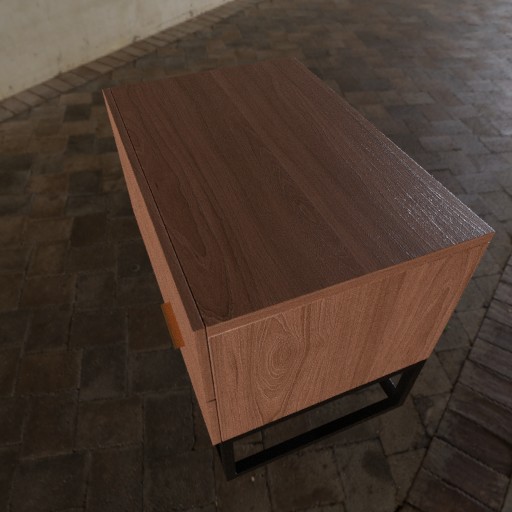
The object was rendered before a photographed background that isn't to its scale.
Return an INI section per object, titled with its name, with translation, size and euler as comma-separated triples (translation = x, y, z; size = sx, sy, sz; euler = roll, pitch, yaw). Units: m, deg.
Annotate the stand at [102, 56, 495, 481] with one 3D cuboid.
[stand]
translation = 0.000, 0.000, 0.887
size = 0.420, 0.500, 0.600
euler = -17, 48, -15
